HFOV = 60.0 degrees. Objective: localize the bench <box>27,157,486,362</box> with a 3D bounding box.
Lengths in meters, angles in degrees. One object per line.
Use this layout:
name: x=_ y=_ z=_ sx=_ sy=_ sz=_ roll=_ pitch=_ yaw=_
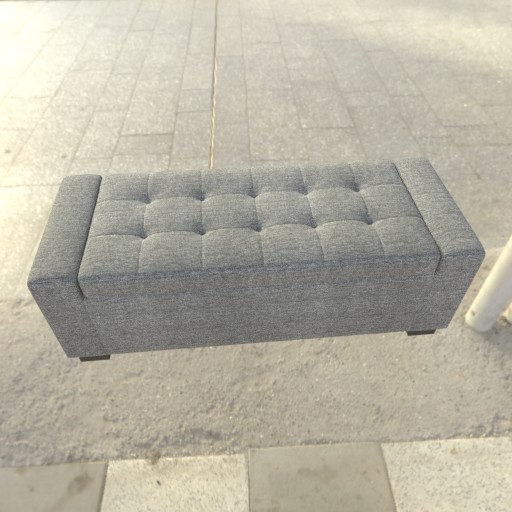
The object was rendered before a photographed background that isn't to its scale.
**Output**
bench: x=0.000 y=0.000 z=1.548 sx=1.296 sy=0.445 sz=0.508 roll=-4 pitch=46 yaw=-4
